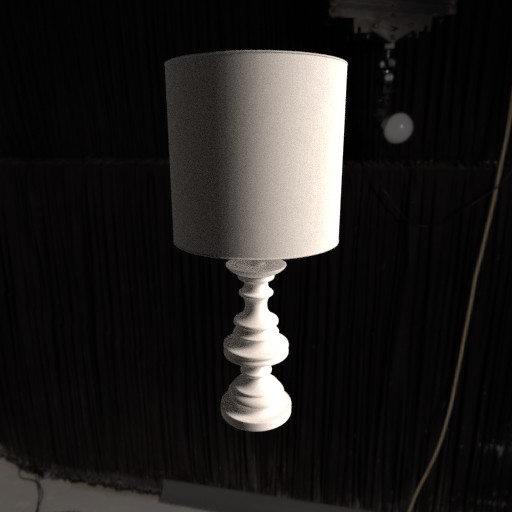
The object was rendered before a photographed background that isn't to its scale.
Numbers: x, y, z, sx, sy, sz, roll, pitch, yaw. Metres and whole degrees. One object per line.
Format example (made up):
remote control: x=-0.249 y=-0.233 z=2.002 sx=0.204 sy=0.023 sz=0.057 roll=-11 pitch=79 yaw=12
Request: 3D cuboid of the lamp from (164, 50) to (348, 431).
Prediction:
lamp: x=0.000 y=0.000 z=0.574 sx=0.208 sy=0.455 sz=0.208 roll=3 pitch=16 yaw=10
